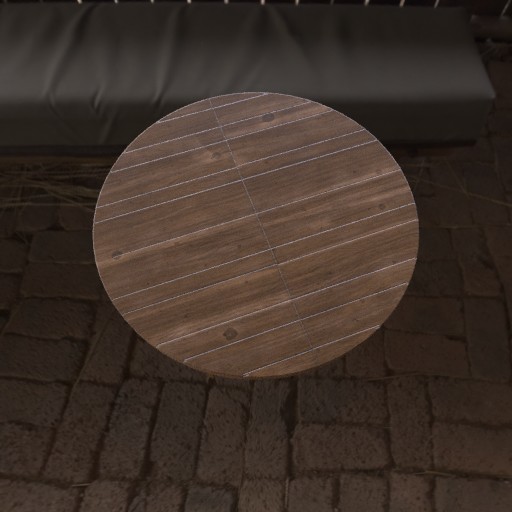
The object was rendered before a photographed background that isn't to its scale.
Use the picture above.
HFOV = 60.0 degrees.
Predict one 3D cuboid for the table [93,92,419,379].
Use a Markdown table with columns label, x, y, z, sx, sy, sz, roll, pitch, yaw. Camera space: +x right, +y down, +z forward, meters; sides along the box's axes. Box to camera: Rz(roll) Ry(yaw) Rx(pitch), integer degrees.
| label | x | y | z | sx | sy | sz | roll | pitch | yaw |
| --- | --- | --- | --- | --- | --- | --- | --- | --- | --- |
| table | 0.000 | 0.000 | 2.015 | 1.213 | 0.764 | 1.213 | 0 | 65 | 0 |
